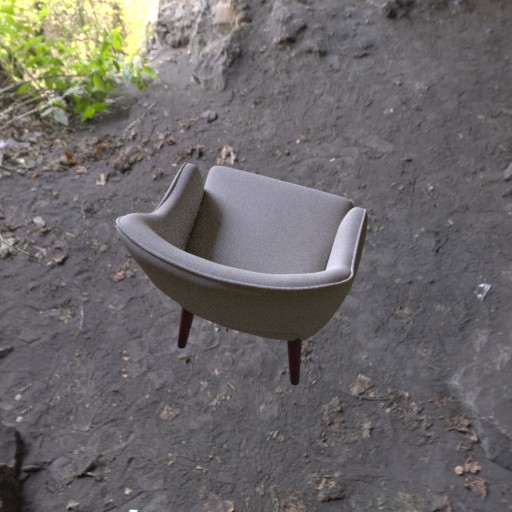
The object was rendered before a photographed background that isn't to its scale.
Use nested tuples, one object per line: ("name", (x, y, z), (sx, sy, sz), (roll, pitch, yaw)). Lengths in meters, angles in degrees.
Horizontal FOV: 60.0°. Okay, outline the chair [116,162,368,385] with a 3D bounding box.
("chair", (0.000, 0.000, 1.268), (0.560, 0.840, 0.580), (16, 64, 8))
